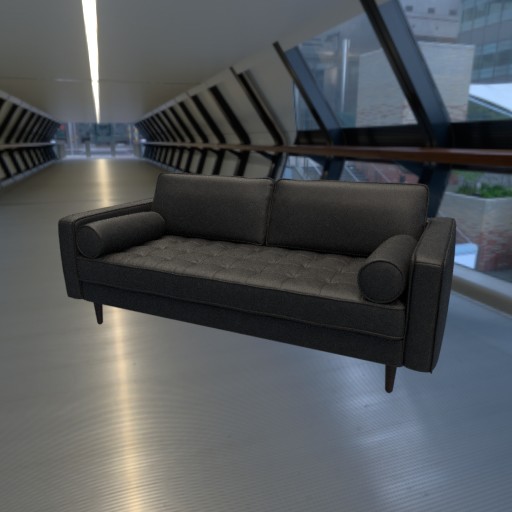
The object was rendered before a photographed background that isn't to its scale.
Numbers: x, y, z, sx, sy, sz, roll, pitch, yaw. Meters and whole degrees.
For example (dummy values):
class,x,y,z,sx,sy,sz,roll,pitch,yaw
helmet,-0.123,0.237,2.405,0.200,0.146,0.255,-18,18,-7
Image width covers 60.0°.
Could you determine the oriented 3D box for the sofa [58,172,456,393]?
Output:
class,x,y,z,sx,sy,sz,roll,pitch,yaw
sofa,0.000,0.000,2.312,1.879,0.770,0.921,7,17,25
